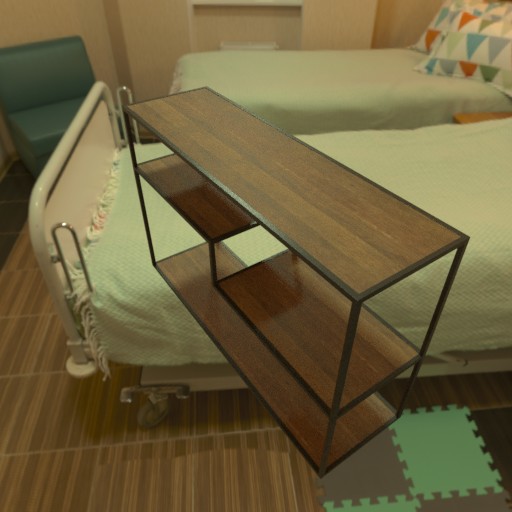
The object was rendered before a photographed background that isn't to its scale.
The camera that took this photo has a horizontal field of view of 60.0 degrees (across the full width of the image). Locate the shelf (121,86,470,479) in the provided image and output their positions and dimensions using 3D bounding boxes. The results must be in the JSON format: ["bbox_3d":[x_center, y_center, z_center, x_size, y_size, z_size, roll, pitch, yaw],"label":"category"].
[{"bbox_3d":[0.000,0.000,1.550,0.361,0.765,1.201,-24,45,-26],"label":"shelf"}]
